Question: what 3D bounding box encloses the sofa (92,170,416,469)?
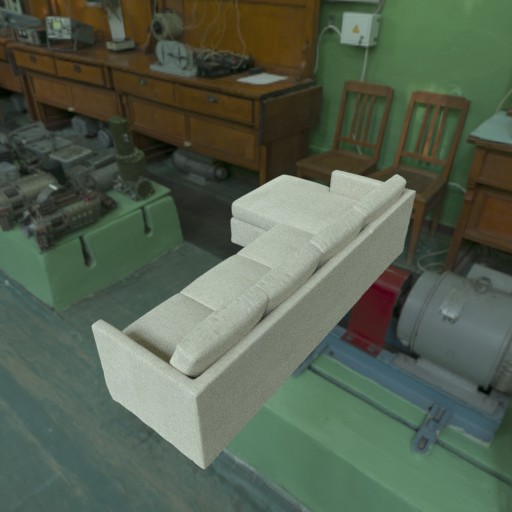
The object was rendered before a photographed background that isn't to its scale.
[{"bbox_3d":[0.000,0.000,3.967,1.650,0.922,3.205,23,40,30],"label":"sofa"}]
